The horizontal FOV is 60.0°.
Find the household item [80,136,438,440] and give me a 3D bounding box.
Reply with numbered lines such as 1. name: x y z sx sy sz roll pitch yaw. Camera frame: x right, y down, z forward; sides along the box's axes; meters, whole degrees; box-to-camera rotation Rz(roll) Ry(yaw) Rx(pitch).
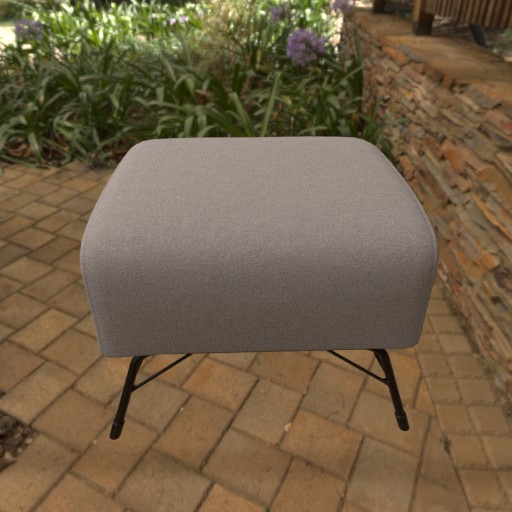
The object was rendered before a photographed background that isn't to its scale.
1. household item: 0.000 0.000 0.891 0.530 0.410 0.530 -1 32 -2
